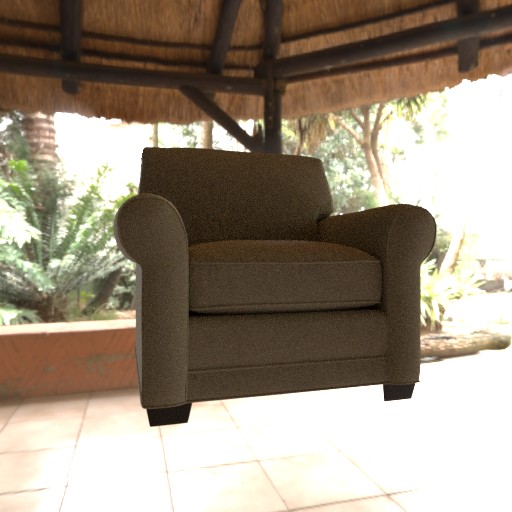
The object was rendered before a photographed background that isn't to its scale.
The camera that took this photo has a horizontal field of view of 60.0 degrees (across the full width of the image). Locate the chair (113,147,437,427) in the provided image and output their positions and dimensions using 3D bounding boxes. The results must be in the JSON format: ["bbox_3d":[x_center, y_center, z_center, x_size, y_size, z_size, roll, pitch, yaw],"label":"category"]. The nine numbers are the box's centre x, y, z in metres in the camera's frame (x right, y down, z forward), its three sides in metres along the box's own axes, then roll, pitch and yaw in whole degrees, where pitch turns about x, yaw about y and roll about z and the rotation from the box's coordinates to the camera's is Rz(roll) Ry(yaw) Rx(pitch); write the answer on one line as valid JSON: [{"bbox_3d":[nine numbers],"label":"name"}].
[{"bbox_3d":[0.000,0.000,1.893,1.147,1.044,0.939,0,0,-17],"label":"chair"}]
